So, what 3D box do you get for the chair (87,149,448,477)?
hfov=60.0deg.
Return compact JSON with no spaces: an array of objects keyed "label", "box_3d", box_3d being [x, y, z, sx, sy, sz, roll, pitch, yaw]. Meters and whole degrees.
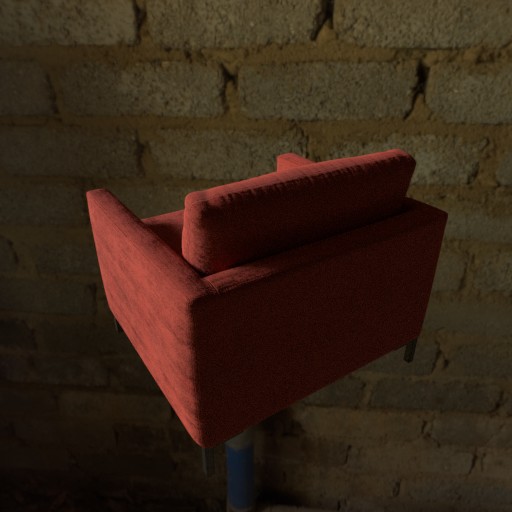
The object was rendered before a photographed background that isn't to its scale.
[{"label":"chair","box_3d":[0.000,0.000,1.621,0.964,0.812,0.875,-17,33,-29]}]
